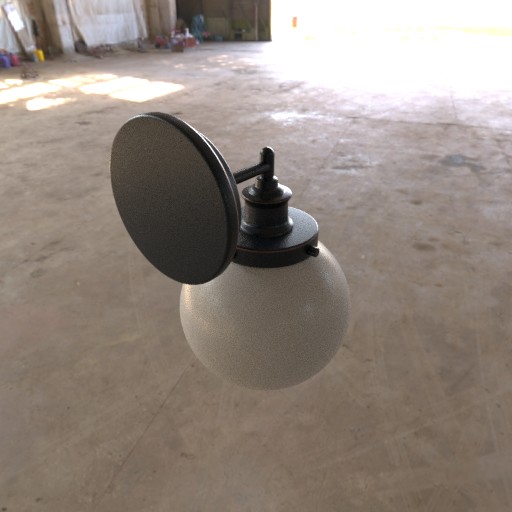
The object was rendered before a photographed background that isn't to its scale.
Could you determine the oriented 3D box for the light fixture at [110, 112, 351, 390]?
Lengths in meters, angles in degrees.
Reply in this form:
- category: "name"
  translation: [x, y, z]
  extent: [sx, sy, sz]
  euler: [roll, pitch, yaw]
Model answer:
- category: "light fixture"
  translation: [0.000, 0.000, 0.472]
  extent: [0.197, 0.332, 0.230]
  euler: [22, 37, 33]
